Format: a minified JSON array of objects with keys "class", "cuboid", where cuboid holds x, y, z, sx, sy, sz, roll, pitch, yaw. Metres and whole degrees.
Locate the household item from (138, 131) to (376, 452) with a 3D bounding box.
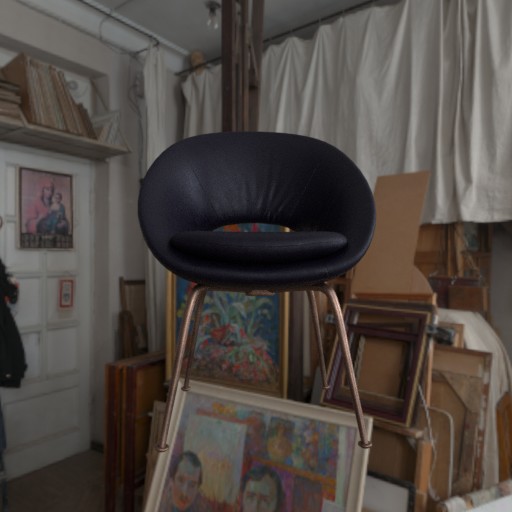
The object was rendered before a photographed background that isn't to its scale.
[{"class":"household item","cuboid":[0.000,0.000,1.244,0.623,0.852,0.573,0,-1,-2]}]
